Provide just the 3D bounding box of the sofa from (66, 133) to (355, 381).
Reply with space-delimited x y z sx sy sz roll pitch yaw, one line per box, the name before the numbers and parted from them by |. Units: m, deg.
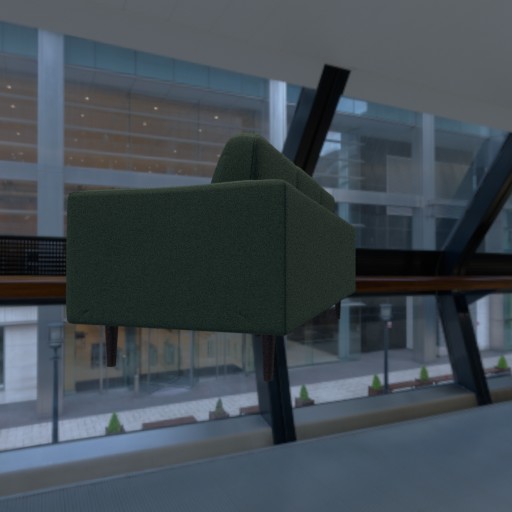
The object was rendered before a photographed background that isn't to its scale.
sofa | 0.000 0.000 2.470 0.879 0.899 2.029 0 -1 19
